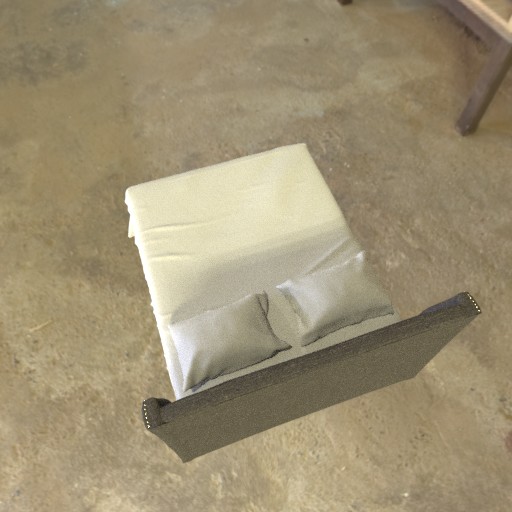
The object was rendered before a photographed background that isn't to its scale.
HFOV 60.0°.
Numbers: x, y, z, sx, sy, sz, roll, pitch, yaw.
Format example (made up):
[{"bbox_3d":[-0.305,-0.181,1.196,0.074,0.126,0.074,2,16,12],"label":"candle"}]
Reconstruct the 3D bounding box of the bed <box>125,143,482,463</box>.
[{"bbox_3d":[0.000,0.000,3.398,1.925,1.332,2.276,-17,60,-10],"label":"bed"}]
